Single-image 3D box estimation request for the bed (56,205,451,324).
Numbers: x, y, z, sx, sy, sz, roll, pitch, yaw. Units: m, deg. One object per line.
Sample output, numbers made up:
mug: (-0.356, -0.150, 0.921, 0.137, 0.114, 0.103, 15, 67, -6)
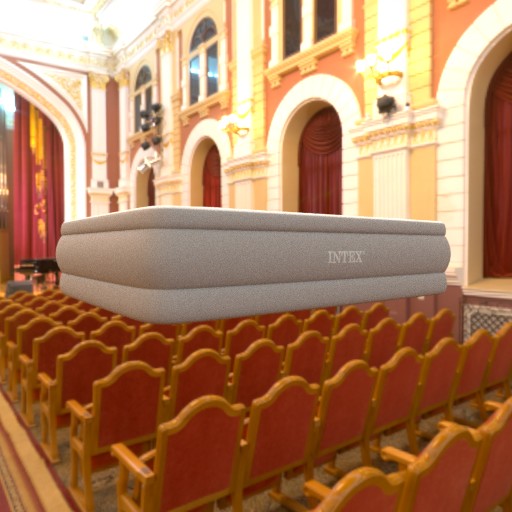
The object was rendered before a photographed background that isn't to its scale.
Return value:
bed: (0.000, 0.000, 2.709, 2.036, 0.460, 1.520, -1, 2, -37)
